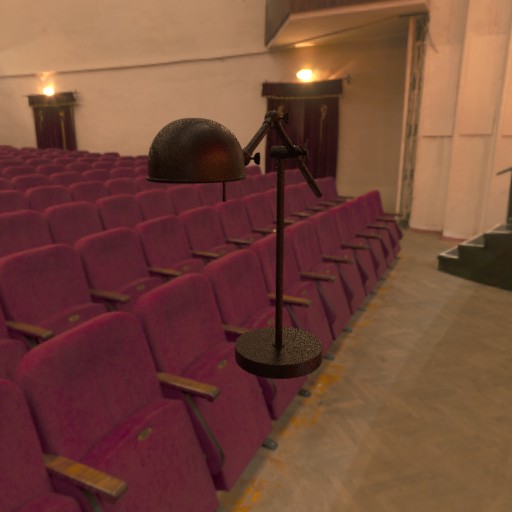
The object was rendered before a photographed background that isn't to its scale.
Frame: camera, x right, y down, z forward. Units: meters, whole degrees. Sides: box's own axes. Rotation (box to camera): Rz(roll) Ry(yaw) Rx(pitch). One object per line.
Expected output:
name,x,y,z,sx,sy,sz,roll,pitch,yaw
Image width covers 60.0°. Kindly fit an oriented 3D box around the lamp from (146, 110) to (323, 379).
lamp,0.000,0.000,0.791,0.185,0.495,0.567,7,16,25
